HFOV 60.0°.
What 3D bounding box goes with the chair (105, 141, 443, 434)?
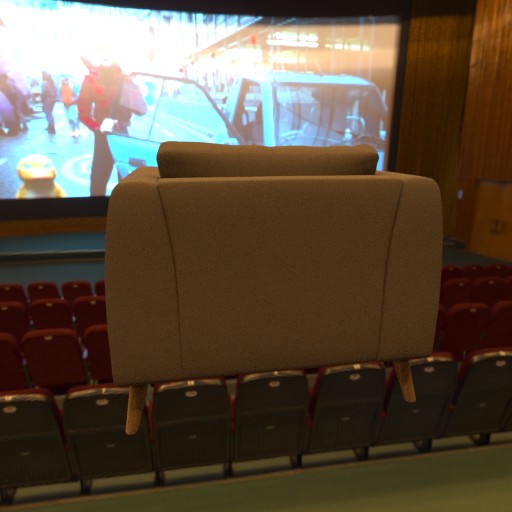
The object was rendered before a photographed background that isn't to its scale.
[{"bbox_3d":[0.000,0.000,1.712,1.000,0.860,0.930,-3,15,-10],"label":"chair"}]
